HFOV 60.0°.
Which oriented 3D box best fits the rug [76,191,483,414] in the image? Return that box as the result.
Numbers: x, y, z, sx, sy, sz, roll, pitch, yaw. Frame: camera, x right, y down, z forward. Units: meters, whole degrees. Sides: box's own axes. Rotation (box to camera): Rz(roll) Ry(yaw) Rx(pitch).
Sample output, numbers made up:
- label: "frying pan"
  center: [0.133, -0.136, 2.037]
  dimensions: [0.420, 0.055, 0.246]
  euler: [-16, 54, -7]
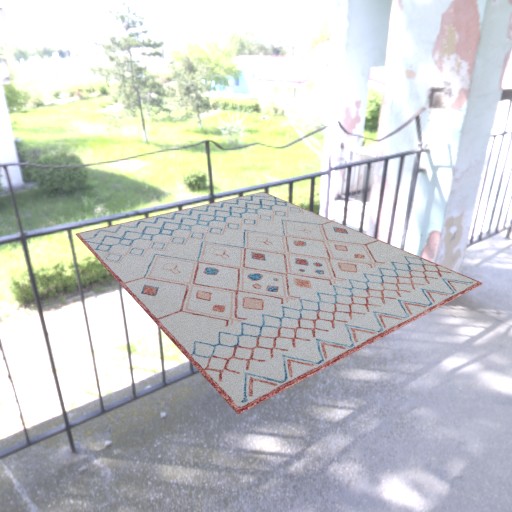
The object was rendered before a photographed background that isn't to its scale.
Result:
- label: "rug"
  center: [0.000, 0.000, 4.142]
  dimensions: [2.441, 0.016, 3.050]
  euler: [-18, 31, -32]
